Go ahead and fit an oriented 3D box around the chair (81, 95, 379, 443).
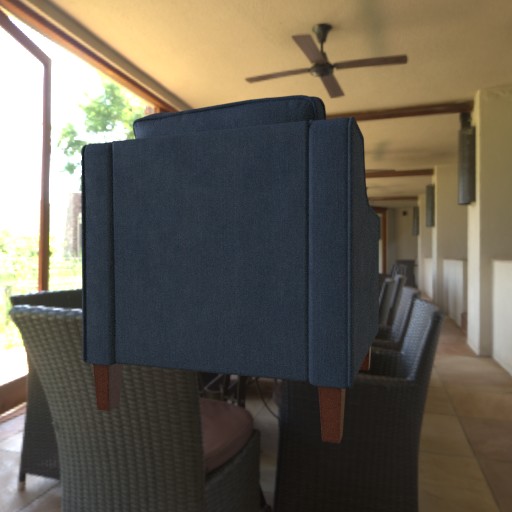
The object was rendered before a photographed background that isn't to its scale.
[{"bbox_3d":[0.000,0.000,1.652,0.831,0.960,0.909,0,0,20],"label":"chair"}]
